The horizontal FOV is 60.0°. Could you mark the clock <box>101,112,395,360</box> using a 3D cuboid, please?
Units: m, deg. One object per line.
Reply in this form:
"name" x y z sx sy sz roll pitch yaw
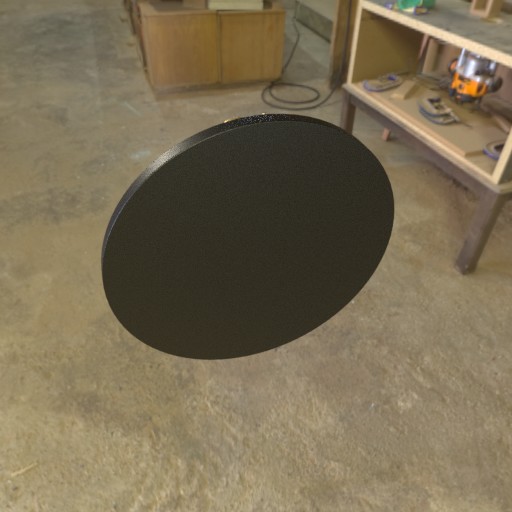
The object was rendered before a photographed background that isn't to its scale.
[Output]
"clock" 0.000 0.000 0.687 0.454 0.454 0.038 -12 43 -13
